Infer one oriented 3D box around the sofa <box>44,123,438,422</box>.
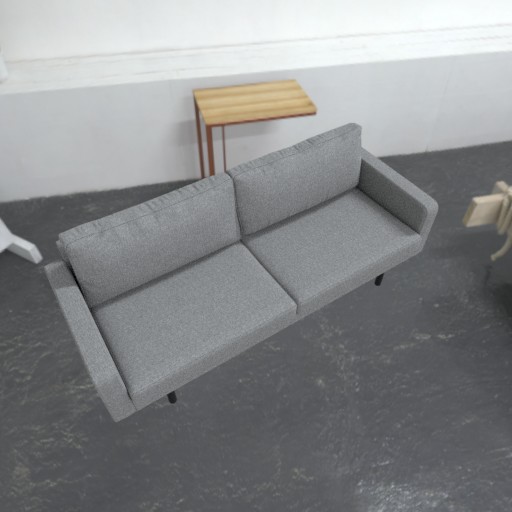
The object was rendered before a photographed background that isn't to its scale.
[{"bbox_3d":[0.000,0.000,2.690,2.200,0.880,0.880,-25,53,-21],"label":"sofa"}]
